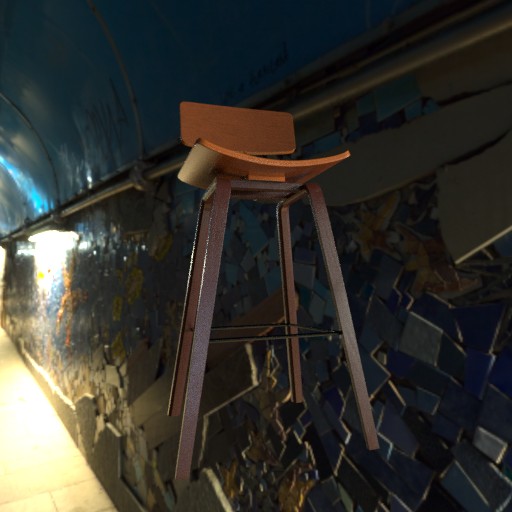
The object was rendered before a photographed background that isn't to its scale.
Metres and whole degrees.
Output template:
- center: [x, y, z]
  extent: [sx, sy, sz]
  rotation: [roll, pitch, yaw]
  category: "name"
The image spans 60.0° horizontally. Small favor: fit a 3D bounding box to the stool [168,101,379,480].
- center: [0.000, 0.000, 1.245]
  extent: [0.509, 0.969, 0.440]
  rotation: [0, 0, -18]
  category: "stool"
